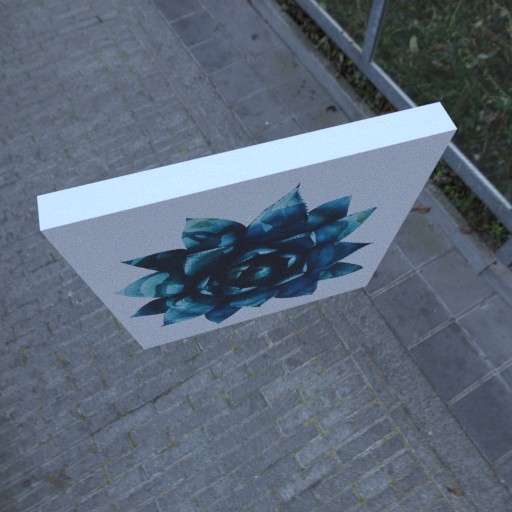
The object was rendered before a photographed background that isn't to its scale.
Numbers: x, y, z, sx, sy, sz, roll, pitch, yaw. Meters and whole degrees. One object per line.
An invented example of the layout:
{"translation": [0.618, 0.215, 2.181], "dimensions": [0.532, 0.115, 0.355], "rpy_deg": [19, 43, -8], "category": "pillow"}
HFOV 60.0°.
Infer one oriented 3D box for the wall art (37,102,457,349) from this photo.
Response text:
{"translation": [0.000, 0.000, 0.604], "dimensions": [0.406, 0.406, 0.038], "rpy_deg": [-15, 64, -7], "category": "wall art"}
